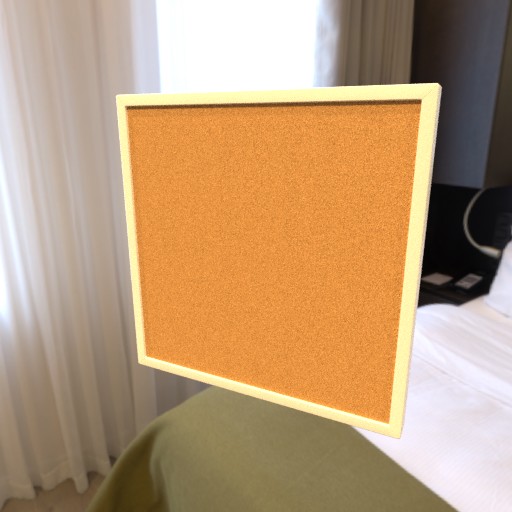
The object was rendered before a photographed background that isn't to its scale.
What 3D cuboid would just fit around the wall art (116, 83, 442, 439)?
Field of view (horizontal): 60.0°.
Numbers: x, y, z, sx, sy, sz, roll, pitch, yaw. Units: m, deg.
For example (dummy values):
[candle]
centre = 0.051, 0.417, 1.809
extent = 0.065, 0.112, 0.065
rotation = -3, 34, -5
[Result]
[wall art]
centre = 0.000, 0.000, 0.726
extent = 0.508, 0.508, 0.038
rotation = 8, 18, 25
